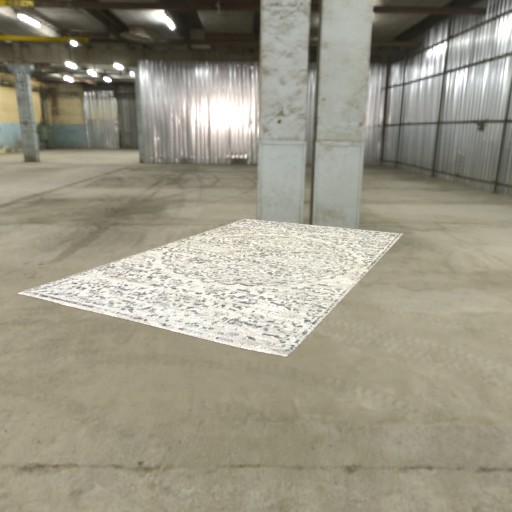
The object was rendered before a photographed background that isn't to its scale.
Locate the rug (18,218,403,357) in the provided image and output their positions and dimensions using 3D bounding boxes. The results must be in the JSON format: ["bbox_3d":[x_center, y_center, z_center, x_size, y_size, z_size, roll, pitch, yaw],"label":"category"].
[{"bbox_3d":[0.000,0.000,3.016,1.527,0.021,2.447,8,17,26],"label":"rug"}]
